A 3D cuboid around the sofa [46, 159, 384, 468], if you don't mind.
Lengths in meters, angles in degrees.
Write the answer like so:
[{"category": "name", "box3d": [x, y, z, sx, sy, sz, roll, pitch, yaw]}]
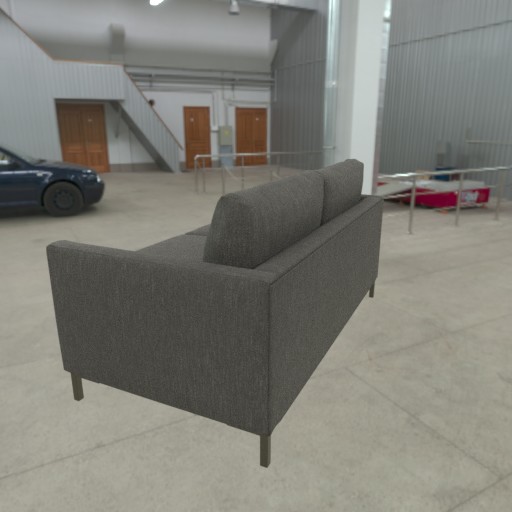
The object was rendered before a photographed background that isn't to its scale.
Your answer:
[{"category": "sofa", "box3d": [0.000, 0.000, 2.119, 0.875, 0.840, 1.682, 8, 18, 25]}]
